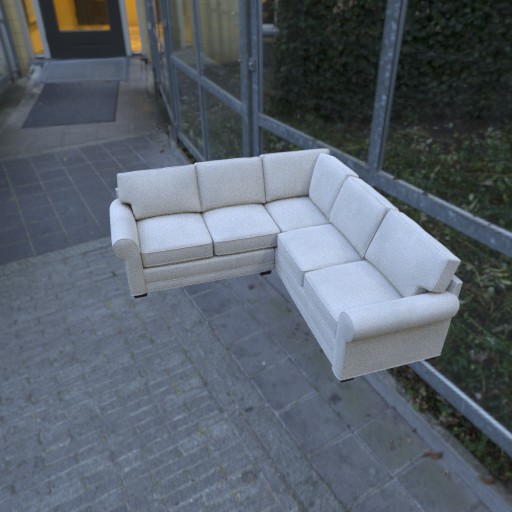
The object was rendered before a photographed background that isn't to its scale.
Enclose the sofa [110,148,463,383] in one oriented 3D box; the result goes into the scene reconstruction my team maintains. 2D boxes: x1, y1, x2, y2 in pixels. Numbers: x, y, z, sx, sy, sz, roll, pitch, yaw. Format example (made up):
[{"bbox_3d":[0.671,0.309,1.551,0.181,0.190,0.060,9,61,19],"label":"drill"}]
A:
[{"bbox_3d":[0.000,0.000,4.061,2.487,1.054,2.569,-10,34,-14],"label":"sofa"}]
